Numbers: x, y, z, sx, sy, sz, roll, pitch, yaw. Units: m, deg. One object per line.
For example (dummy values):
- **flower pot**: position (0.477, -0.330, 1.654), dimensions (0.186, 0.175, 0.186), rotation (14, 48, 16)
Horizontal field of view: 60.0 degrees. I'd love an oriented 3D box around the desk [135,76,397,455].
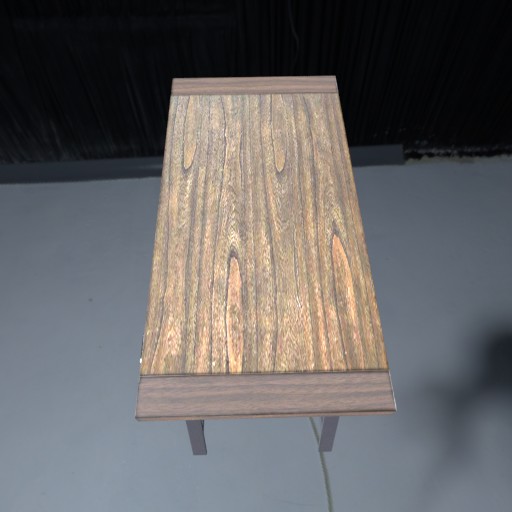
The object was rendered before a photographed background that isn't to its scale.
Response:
- **desk**: position (0.000, 0.000, 1.993), dimensions (0.784, 0.725, 1.543), rotation (-1, 59, -1)
